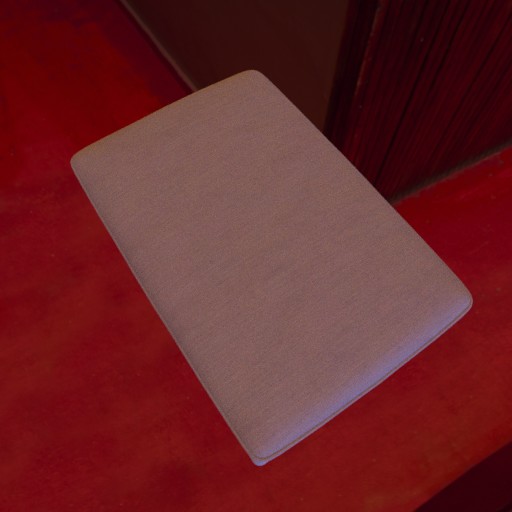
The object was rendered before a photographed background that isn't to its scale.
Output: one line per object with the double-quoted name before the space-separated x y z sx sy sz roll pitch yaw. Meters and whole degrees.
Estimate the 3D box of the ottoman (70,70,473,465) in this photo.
"ottoman" 0.000 0.000 1.276 0.636 0.480 0.941 -31 68 -14
